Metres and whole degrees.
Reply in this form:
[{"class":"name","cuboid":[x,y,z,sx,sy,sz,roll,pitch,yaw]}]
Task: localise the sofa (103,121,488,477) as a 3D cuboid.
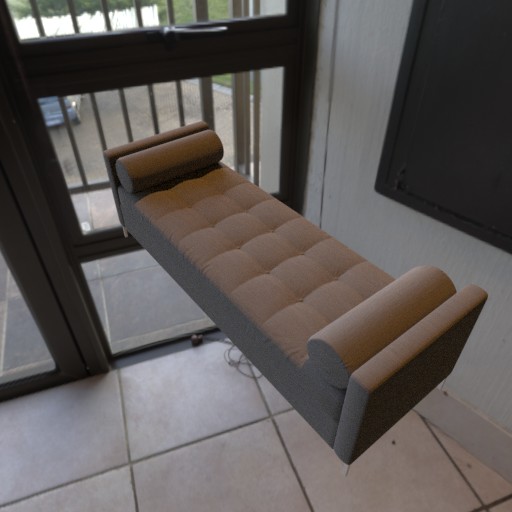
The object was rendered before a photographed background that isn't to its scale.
[{"class":"sofa","cuboid":[0.000,0.000,2.283,0.686,0.635,1.981,-27,47,-28]}]
